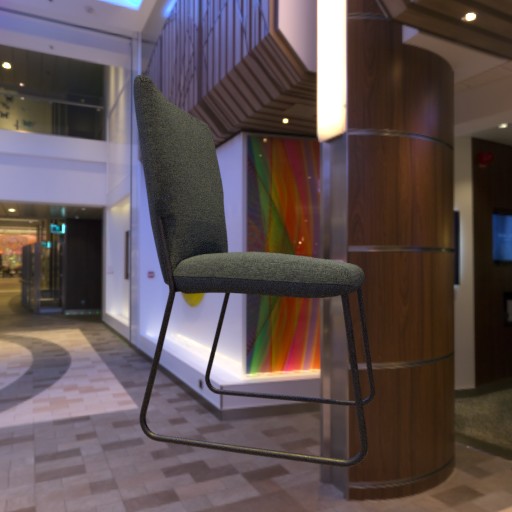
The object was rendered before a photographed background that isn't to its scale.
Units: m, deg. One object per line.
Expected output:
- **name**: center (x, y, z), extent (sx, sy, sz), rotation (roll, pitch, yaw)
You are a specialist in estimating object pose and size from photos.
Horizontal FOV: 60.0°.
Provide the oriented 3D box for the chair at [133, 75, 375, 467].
- **chair**: center (0.000, 0.000, 1.257), extent (0.635, 0.931, 0.480), rotation (0, -1, 17)
